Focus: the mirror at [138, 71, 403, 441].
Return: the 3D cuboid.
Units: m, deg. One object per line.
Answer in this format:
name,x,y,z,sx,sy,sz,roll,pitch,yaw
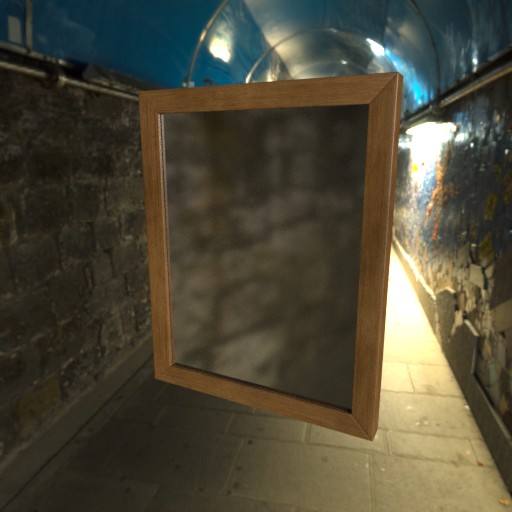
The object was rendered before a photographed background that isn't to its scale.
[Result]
mirror,0.000,0.000,0.698,0.405,0.508,0.041,7,15,26
